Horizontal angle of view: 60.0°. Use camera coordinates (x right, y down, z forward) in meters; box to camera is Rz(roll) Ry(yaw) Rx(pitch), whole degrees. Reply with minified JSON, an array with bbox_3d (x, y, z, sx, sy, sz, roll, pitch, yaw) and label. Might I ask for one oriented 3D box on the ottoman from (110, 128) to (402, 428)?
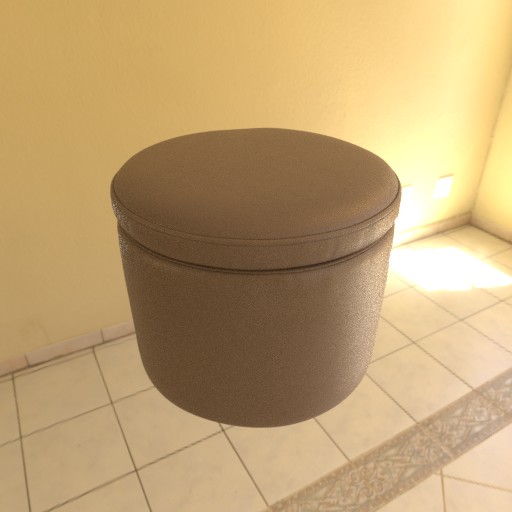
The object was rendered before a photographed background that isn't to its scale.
[{"bbox_3d":[0.000,0.000,0.869,0.500,0.409,0.500,0,31,0],"label":"ottoman"}]
